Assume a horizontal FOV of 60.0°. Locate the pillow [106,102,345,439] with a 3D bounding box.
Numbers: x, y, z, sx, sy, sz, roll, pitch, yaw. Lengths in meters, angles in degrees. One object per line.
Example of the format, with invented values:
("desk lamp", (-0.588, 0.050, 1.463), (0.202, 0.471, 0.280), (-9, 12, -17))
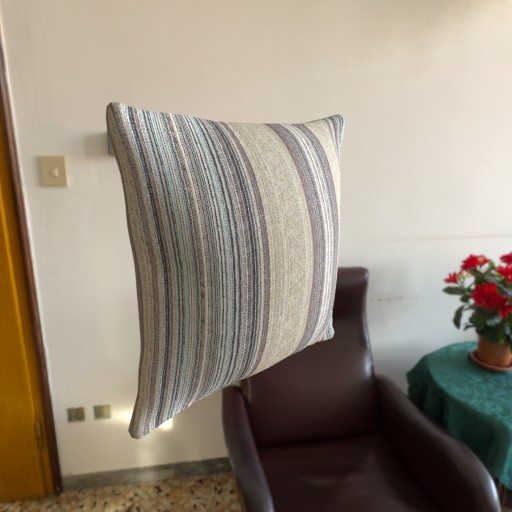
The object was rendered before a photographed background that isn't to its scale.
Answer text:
("pillow", (0.000, 0.000, 0.660), (0.435, 0.416, 0.189), (-15, 21, -43))
